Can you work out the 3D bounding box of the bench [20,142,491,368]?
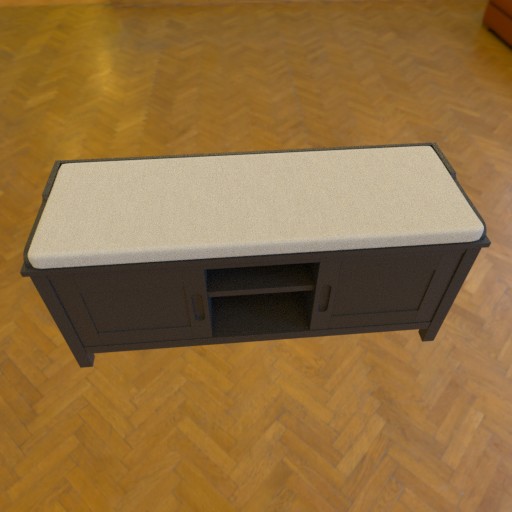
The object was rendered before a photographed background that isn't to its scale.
[{"bbox_3d":[0.000,0.000,1.351,1.140,0.501,0.398,-4,46,-3],"label":"bench"}]
